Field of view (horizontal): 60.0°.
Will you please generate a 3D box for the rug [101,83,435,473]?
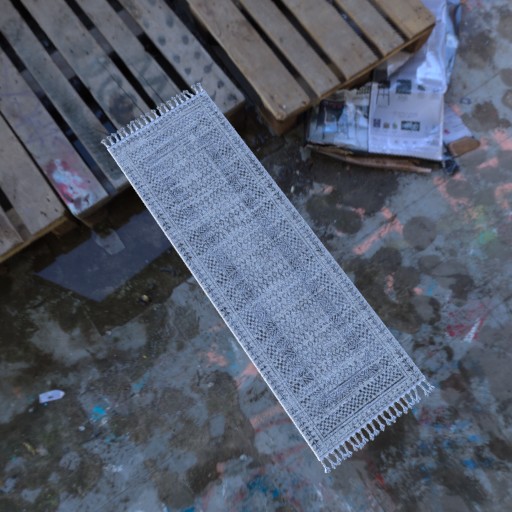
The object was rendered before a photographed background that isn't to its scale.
[{"bbox_3d":[0.000,0.000,2.723,0.786,0.013,2.480,-34,78,-8],"label":"rug"}]
